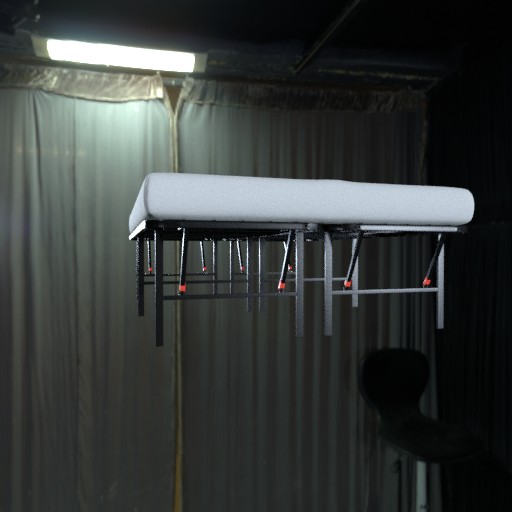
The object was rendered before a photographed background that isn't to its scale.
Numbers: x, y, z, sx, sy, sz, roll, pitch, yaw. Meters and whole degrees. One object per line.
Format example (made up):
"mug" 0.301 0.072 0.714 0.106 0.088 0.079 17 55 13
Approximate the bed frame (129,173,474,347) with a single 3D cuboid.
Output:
"bed frame" 0.000 0.000 2.565 1.372 0.637 1.905 0 1 -17
